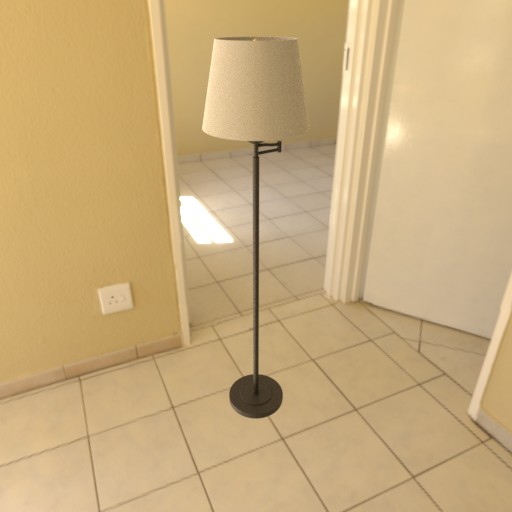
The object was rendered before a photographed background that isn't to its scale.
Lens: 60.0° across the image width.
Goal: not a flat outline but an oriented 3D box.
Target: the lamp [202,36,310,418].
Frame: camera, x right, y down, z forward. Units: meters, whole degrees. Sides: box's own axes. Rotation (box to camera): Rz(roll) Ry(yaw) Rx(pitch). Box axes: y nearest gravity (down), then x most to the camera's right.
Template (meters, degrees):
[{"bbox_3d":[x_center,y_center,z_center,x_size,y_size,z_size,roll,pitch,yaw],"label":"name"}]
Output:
[{"bbox_3d":[0.000,0.000,1.670,0.348,1.473,0.348,-18,34,-30],"label":"lamp"}]
